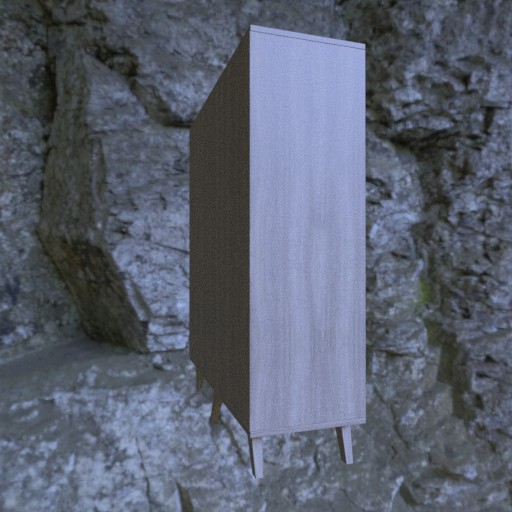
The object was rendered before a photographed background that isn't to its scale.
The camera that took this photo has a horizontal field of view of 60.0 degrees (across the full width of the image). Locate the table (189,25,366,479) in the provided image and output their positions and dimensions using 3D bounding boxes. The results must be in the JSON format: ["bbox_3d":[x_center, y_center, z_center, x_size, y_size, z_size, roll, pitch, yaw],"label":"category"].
[{"bbox_3d":[0.000,0.000,1.920,0.398,1.388,1.111,0,0,-18],"label":"table"}]
